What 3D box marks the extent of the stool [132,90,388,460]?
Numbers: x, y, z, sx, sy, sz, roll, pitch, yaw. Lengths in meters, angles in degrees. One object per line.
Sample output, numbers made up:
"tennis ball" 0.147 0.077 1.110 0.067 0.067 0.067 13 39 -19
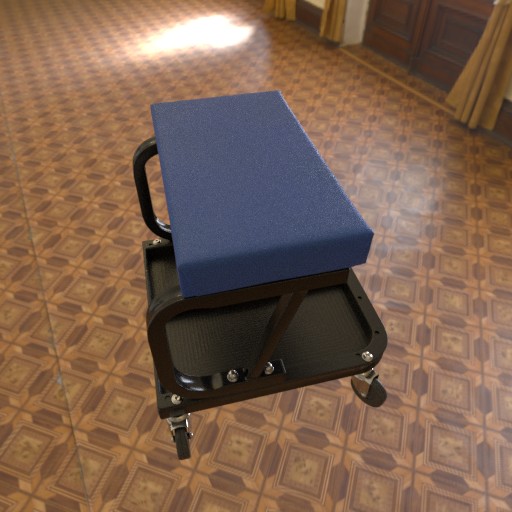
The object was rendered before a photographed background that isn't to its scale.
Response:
"stool" 0.000 0.000 0.714 0.371 0.380 0.446 -10 45 -10
